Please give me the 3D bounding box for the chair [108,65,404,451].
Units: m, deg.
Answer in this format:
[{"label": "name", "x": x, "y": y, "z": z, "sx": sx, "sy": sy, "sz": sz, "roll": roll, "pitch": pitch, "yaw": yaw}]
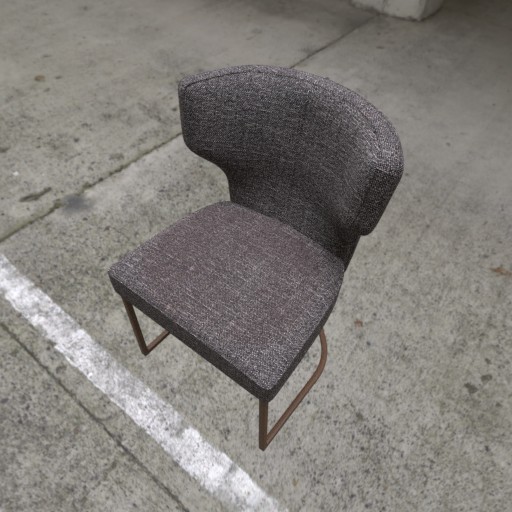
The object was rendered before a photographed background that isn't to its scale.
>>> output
[{"label": "chair", "x": 0.000, "y": 0.000, "z": 1.240, "sx": 0.611, "sy": 0.824, "sz": 0.617, "roll": 30, "pitch": 54, "yaw": 25}]
